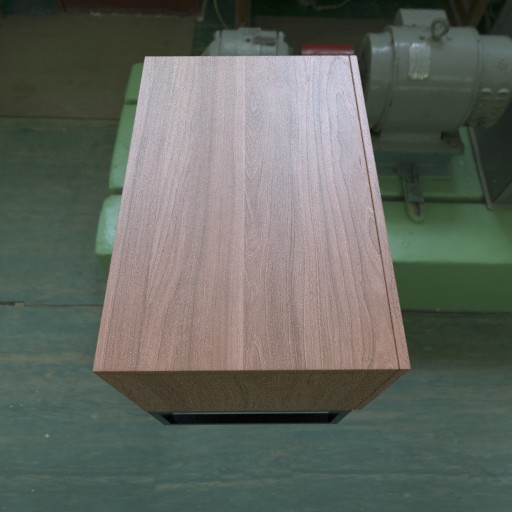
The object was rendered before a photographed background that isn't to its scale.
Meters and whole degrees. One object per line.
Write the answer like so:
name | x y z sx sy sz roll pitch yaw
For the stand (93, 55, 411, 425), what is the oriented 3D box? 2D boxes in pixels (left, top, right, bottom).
stand | 0.000 0.000 0.925 0.420 0.500 0.600 0 62 0
